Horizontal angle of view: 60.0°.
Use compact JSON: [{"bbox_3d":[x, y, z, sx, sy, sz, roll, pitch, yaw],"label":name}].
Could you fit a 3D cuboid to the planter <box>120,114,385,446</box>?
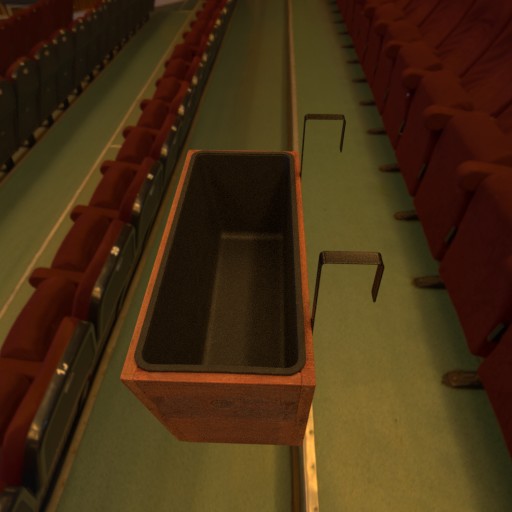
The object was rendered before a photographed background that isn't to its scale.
[{"bbox_3d":[0.000,0.000,0.653,0.262,0.289,0.480,1,42,1],"label":"planter"}]
